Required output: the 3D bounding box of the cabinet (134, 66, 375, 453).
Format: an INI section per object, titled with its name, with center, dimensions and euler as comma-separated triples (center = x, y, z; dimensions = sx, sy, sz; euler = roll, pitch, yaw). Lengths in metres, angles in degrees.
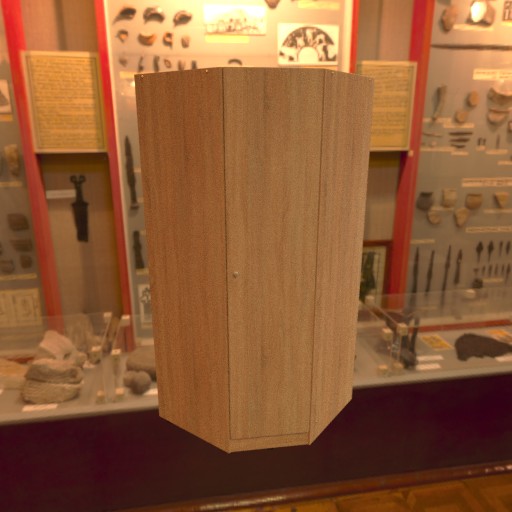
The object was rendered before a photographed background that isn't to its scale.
[cabinet]
center = 0.000, 0.000, 2.835
dimensions = 1.327, 2.120, 1.094
euler = -2, 17, -8
